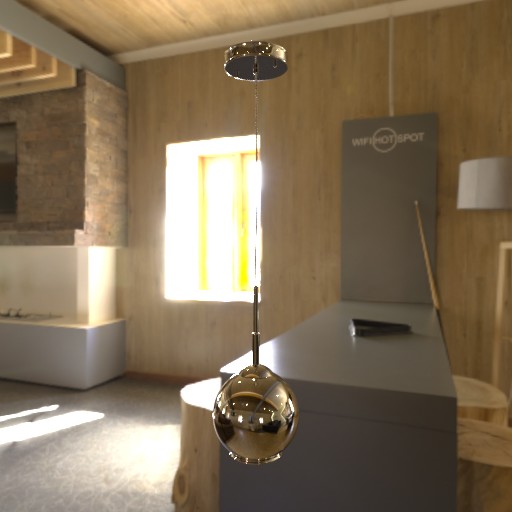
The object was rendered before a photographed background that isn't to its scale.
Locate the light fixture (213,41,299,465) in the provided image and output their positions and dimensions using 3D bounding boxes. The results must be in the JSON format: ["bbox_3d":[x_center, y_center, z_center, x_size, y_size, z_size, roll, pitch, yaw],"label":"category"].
[{"bbox_3d":[0.000,0.000,1.721,0.336,1.538,0.336,1,1,35],"label":"light fixture"}]
